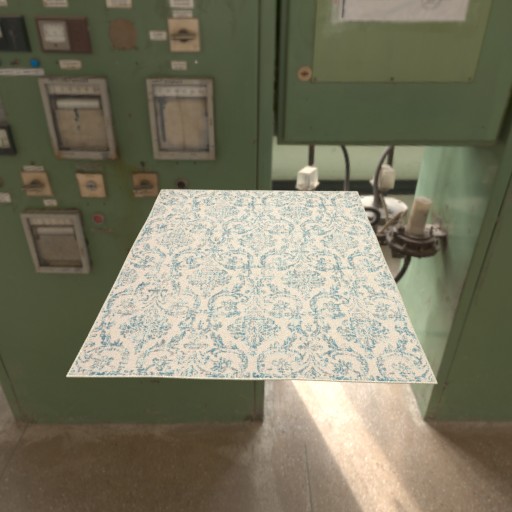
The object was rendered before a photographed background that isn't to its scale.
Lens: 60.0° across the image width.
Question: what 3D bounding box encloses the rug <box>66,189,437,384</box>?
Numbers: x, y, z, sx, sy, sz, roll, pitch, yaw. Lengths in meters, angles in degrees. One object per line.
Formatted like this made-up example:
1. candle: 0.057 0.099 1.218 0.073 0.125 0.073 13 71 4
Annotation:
1. rug: 0.000 0.000 4.076 2.363 0.012 2.980 1 32 1
